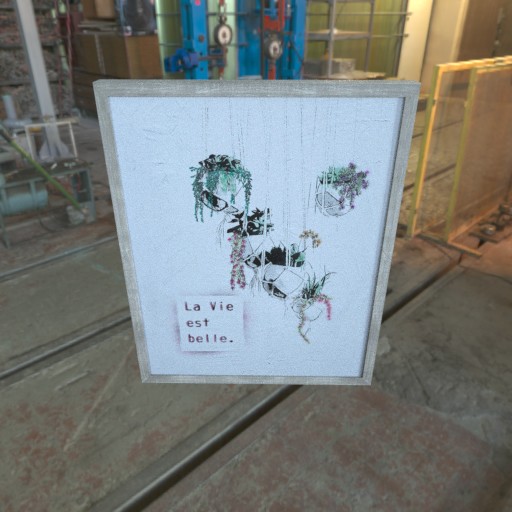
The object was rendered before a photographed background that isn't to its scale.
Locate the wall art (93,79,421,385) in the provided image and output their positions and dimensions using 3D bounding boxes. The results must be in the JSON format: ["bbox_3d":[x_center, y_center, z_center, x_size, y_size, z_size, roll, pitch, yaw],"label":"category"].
[{"bbox_3d":[0.000,0.000,0.705,0.421,0.521,0.032,0,29,1],"label":"wall art"}]
